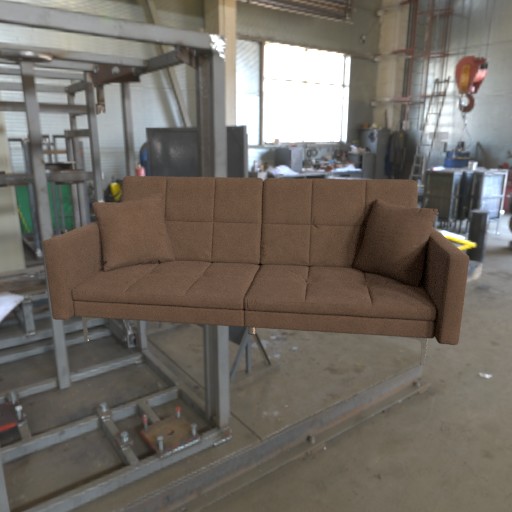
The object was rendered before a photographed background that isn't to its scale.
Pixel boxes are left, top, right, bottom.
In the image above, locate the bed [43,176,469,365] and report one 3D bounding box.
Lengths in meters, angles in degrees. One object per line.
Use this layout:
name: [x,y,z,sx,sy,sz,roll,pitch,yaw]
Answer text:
bed: [0.000,0.000,2.399,1.905,0.787,0.889,2,15,8]
